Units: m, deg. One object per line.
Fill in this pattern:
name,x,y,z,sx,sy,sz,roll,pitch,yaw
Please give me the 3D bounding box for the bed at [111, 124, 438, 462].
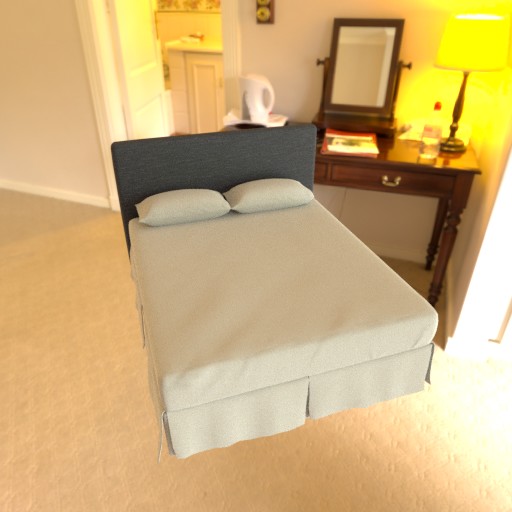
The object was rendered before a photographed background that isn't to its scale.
bed,0.000,0.000,3.328,1.884,1.330,2.142,-10,33,-16
